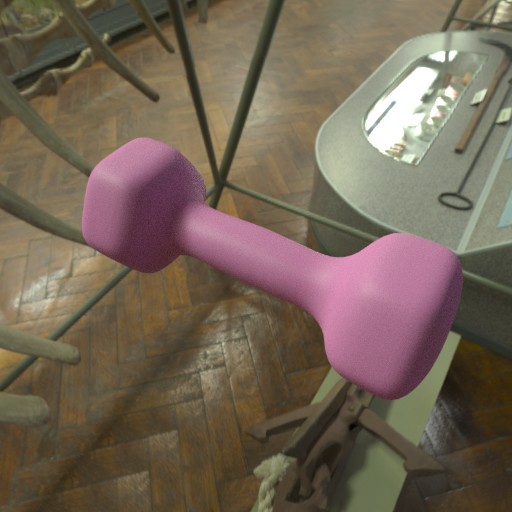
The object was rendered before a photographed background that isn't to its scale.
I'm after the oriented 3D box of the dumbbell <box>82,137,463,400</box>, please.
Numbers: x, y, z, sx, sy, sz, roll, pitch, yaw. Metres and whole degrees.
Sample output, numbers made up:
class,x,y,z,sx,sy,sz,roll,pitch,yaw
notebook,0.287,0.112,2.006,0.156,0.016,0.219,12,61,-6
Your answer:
class,x,y,z,sx,sy,sz,roll,pitch,yaw
dumbbell,0.000,0.000,0.187,0.159,0.058,0.064,24,51,22
